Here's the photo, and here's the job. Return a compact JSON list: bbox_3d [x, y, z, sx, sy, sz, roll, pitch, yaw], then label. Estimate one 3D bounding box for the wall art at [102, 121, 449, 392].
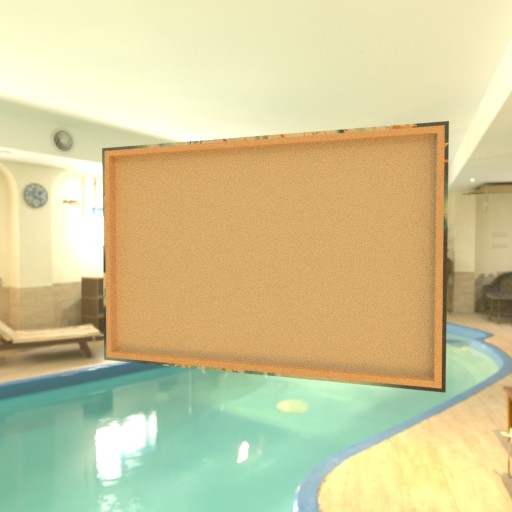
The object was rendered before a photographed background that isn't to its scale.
[{"bbox_3d":[0.000,0.000,1.150,0.912,0.608,0.038,1,2,18],"label":"wall art"}]
